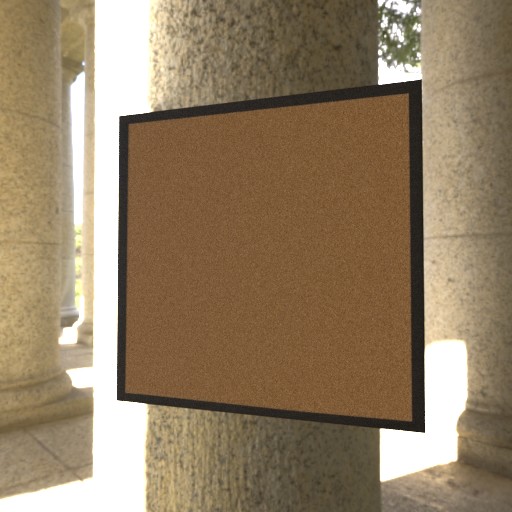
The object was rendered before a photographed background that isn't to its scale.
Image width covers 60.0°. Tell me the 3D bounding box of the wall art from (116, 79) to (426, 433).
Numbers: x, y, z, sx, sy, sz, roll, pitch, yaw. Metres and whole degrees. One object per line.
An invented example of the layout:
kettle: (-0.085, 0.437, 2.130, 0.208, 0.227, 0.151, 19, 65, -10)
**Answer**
wall art: (0.000, 0.000, 0.982, 0.695, 0.691, 0.029, -1, -2, 18)
